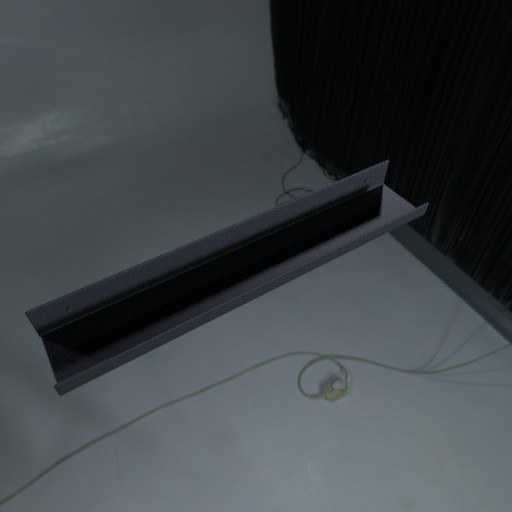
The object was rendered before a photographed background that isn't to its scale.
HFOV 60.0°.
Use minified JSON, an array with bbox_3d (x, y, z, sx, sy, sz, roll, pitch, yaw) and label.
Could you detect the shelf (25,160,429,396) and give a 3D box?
[{"bbox_3d":[0.000,0.000,0.642,0.605,0.053,0.102,-25,51,-22],"label":"shelf"}]
